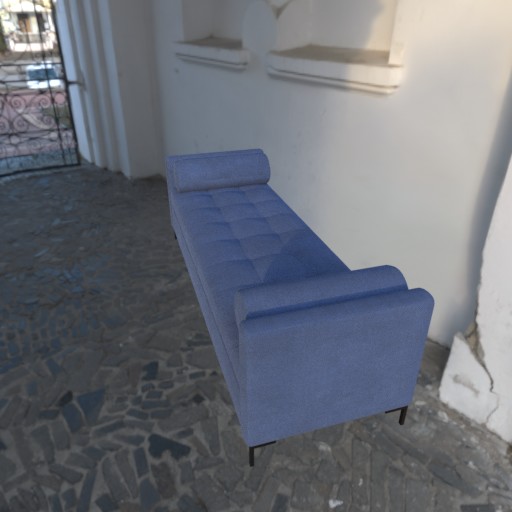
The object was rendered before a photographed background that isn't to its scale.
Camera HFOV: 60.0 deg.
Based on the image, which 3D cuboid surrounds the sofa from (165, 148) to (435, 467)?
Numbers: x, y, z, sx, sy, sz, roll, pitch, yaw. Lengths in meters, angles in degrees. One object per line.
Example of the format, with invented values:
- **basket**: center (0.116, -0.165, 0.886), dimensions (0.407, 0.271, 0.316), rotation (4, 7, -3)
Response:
- **sofa**: center (0.000, 0.000, 2.389), dimensions (0.686, 0.635, 1.981), rotation (-8, 30, -15)
